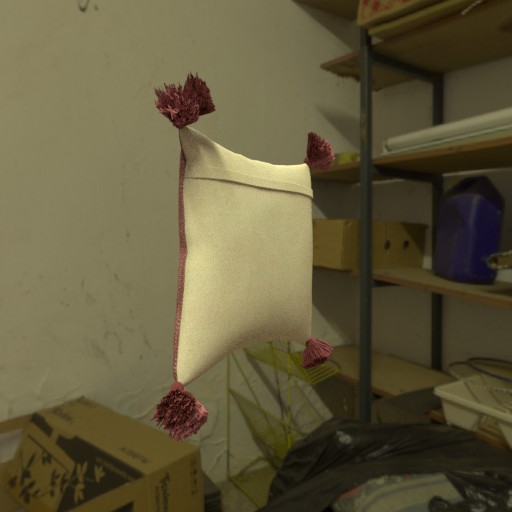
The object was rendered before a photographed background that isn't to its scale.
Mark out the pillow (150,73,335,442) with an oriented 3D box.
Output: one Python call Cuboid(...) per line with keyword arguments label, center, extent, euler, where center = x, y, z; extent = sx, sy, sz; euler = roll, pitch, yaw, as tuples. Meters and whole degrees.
Cuboid(label="pillow", center=(0.000, 0.000, 0.999), extent=(0.138, 0.659, 0.641), euler=(0, 0, 37))
